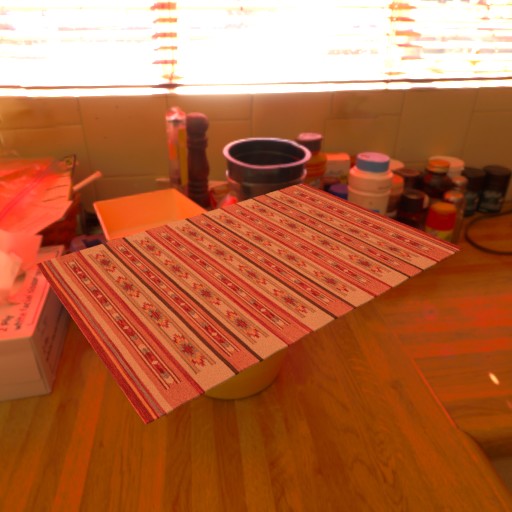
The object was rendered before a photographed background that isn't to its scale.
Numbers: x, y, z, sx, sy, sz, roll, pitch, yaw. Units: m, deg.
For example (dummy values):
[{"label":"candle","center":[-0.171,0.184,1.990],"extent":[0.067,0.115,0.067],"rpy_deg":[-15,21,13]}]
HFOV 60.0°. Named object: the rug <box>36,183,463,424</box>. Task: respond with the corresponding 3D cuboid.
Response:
[{"label":"rug","center":[0.000,0.000,2.265],"extent":[1.817,0.008,1.223],"rpy_deg":[-21,36,-32]}]
